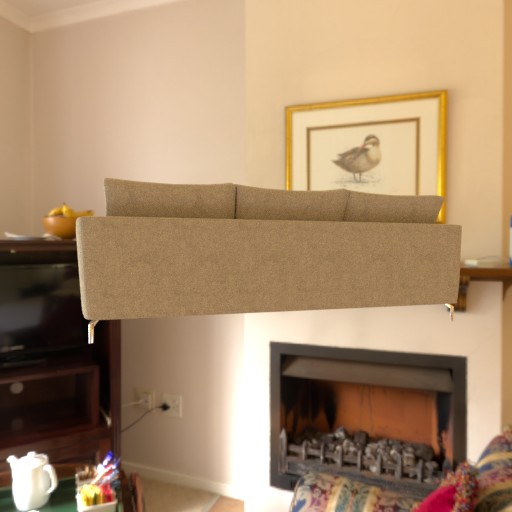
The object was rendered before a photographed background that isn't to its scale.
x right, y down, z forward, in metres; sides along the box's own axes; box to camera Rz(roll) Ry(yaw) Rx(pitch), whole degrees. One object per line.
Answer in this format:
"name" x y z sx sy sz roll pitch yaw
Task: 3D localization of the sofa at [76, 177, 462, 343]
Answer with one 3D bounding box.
"sofa" 0.000 0.000 3.329 2.438 0.864 1.626 0 1 -18
